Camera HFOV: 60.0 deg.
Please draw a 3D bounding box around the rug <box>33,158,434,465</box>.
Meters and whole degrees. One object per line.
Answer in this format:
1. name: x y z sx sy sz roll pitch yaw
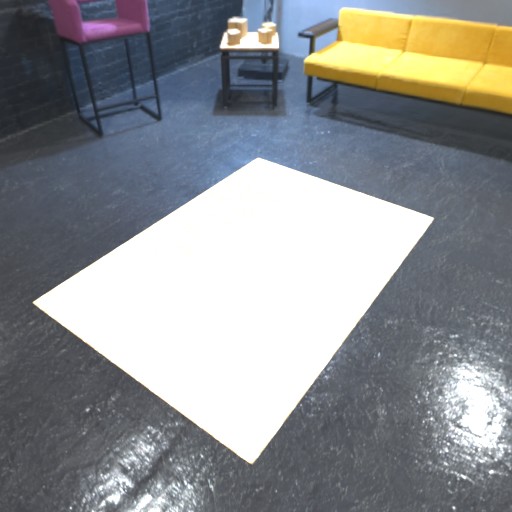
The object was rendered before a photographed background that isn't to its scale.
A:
1. rug: 0.000 0.000 2.777 1.524 0.010 2.134 25 46 27
